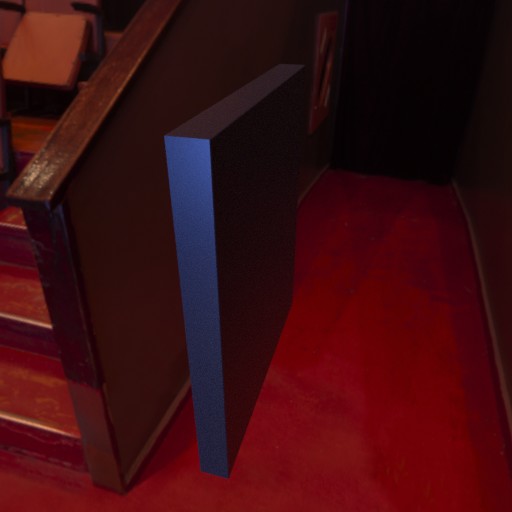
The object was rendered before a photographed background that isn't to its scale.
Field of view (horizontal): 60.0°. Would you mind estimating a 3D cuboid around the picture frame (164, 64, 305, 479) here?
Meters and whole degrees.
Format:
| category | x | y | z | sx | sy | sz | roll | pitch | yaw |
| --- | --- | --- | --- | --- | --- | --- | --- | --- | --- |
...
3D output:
| category | x | y | z | sx | sy | sz | roll | pitch | yaw |
| --- | --- | --- | --- | --- | --- | --- | --- | --- | --- |
| picture frame | 0.000 | 0.000 | 0.528 | 0.034 | 0.378 | 0.328 | 9 | 33 | 14 |
